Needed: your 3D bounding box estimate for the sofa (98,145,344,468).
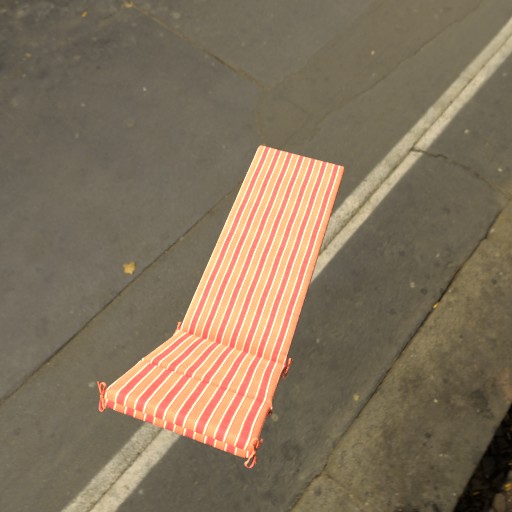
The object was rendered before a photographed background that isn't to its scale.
[{"bbox_3d":[0.000,0.000,1.988,0.582,0.622,1.663,17,63,9],"label":"sofa"}]
